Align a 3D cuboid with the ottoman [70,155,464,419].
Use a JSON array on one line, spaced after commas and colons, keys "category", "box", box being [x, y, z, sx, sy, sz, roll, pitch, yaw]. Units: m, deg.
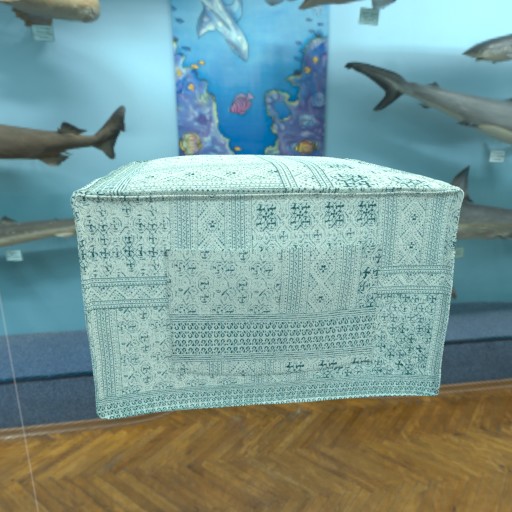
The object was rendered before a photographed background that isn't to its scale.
[{"category": "ottoman", "box": [0.000, 0.000, 1.003, 0.617, 0.439, 0.626, -2, 17, -6]}]
